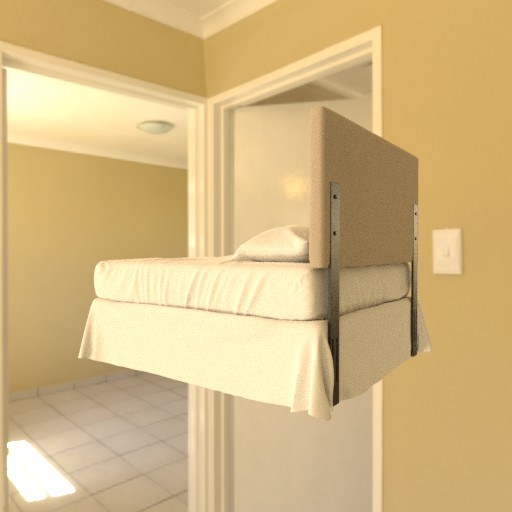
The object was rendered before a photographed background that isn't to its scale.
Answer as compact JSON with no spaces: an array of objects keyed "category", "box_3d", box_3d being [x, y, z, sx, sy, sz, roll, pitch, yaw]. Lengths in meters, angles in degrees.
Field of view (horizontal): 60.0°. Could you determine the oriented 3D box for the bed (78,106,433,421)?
[{"category":"bed","box_3d":[0.000,0.000,3.517,2.222,1.577,1.936,1,1,37]}]
